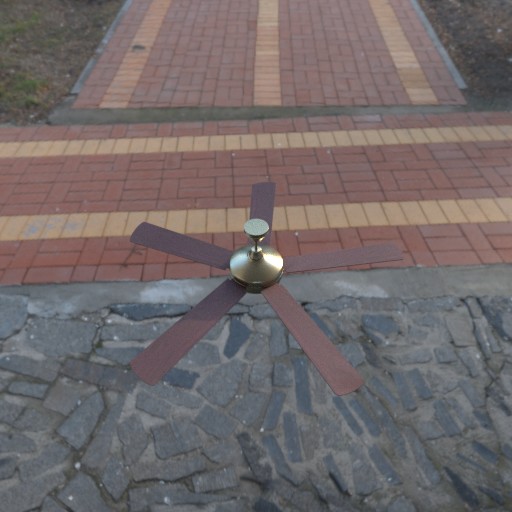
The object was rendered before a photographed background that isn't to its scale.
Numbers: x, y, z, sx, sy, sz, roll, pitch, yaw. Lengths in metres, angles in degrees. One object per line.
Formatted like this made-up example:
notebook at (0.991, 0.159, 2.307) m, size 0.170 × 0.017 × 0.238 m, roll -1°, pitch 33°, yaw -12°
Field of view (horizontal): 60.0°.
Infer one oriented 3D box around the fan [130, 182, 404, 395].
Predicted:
fan at (0.000, 0.000, 1.994) m, size 1.321 × 0.356 × 1.321 m, roll 10°, pitch 47°, yaw 10°
